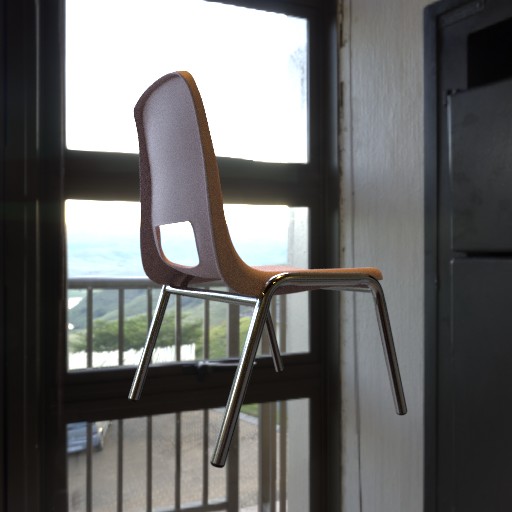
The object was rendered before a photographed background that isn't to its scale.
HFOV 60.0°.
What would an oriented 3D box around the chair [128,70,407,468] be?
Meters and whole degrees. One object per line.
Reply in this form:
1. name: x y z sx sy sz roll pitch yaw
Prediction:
1. chair: 0.000 0.000 0.784 0.385 0.536 0.354 0 0 -35
